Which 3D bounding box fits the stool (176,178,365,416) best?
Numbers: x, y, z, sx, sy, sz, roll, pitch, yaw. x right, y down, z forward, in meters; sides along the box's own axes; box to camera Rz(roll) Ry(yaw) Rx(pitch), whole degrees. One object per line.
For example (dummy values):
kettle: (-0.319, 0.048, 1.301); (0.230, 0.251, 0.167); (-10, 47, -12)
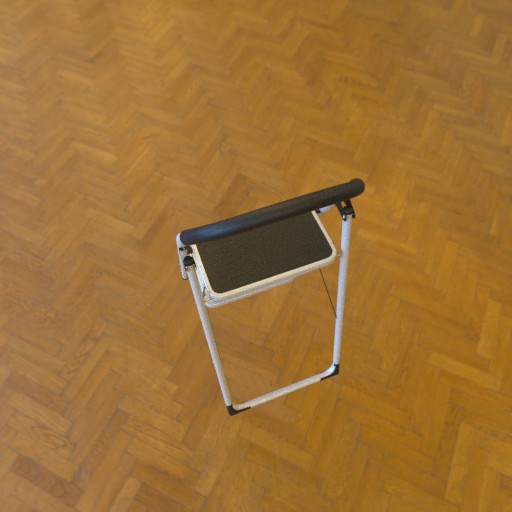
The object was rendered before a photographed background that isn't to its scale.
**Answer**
stool: (0.000, 0.000, 1.459); (0.485, 1.109, 0.676); (-18, 61, -11)
